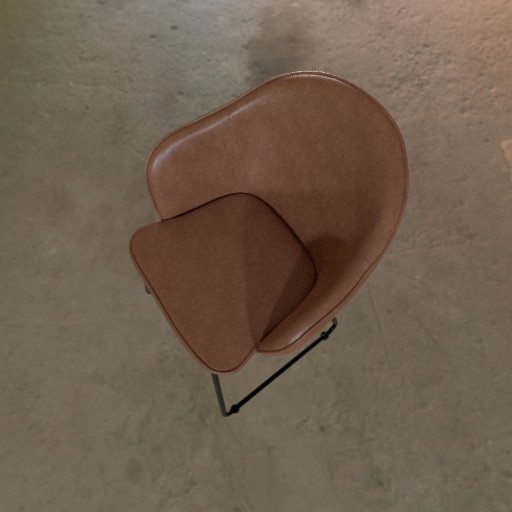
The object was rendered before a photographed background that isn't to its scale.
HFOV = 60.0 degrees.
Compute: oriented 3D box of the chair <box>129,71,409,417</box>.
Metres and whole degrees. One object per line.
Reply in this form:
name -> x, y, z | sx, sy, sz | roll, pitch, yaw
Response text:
chair -> 0.000, 0.000, 1.174 | 0.580, 0.785, 0.582 | -32, 68, -15
